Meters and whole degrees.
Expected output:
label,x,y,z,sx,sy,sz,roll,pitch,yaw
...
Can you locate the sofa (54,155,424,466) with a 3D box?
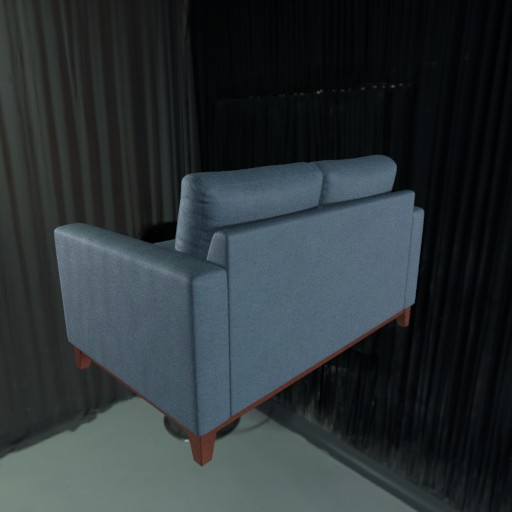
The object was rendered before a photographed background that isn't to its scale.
label,x,y,z,sx,sy,sz,roll,pitch,yaw
sofa,0.000,0.000,2.082,0.955,0.903,1.489,15,22,42
